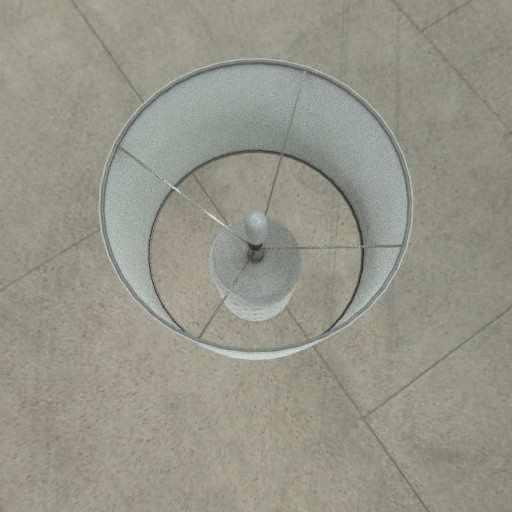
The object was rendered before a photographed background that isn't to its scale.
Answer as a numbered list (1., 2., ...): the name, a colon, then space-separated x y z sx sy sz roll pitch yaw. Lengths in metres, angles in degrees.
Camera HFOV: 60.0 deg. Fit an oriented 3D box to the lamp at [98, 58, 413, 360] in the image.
1. lamp: 0.000 0.000 0.675 0.310 0.502 0.310 0 76 0
